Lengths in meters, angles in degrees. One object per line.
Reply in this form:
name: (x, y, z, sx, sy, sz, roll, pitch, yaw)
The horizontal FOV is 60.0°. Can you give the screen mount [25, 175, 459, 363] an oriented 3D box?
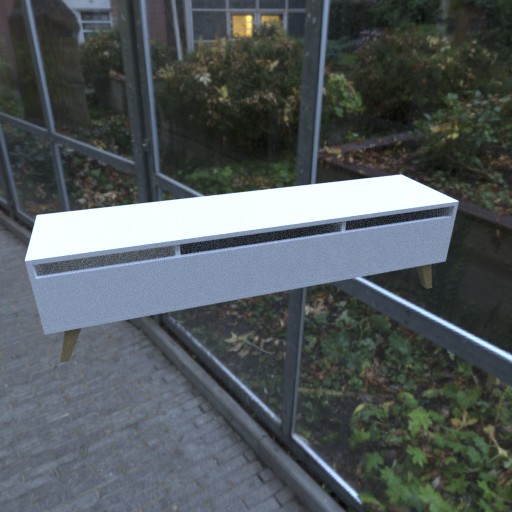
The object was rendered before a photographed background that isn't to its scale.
screen mount: (0.000, 0.000, 1.871, 1.644, 0.432, 0.399, -9, 28, -17)
